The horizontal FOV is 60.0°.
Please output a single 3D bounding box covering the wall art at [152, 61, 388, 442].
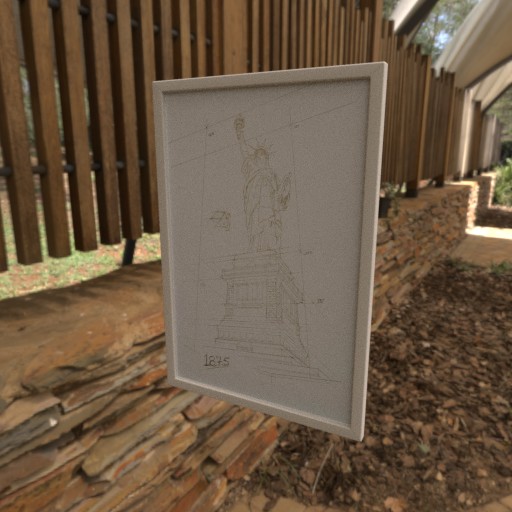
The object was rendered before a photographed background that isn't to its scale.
[{"bbox_3d":[0.000,0.000,1.056,0.556,0.813,0.026,7,15,27],"label":"wall art"}]
